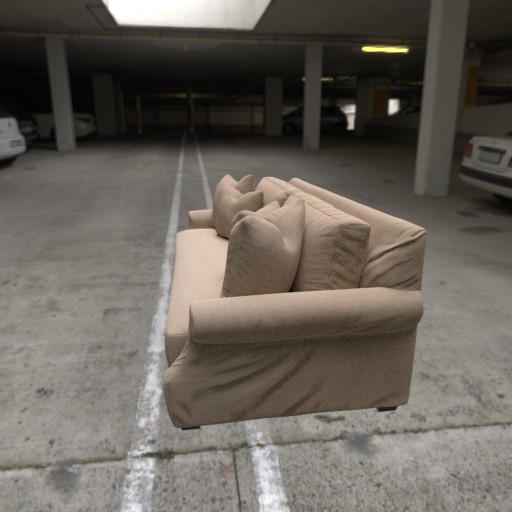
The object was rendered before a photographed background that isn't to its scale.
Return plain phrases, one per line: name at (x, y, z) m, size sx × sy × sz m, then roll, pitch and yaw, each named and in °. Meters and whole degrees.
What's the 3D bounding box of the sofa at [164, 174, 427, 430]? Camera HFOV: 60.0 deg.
sofa at (0.000, 0.000, 2.771) m, size 1.067 × 0.904 × 2.285 m, roll -2°, pitch 15°, yaw -8°
